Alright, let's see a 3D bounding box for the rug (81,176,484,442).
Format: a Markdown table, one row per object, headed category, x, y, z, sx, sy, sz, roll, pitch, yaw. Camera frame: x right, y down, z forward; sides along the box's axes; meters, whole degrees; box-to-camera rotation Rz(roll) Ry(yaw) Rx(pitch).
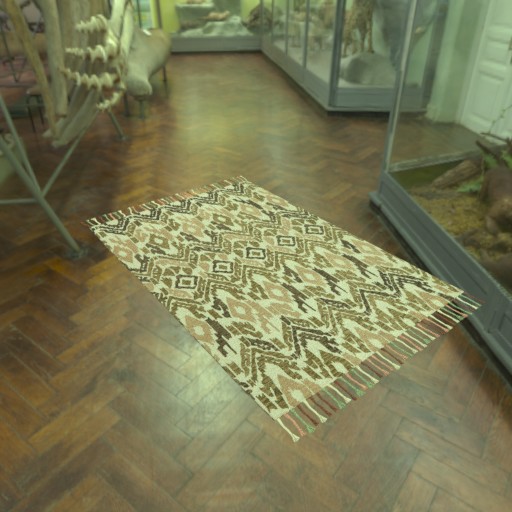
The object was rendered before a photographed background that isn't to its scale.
| category | x | y | z | sx | sy | sz | roll | pitch | yaw |
| --- | --- | --- | --- | --- | --- | --- | --- | --- | --- |
| rug | 0.000 | 0.000 | 2.978 | 1.524 | 0.008 | 2.438 | -23 | 39 | -31 |
